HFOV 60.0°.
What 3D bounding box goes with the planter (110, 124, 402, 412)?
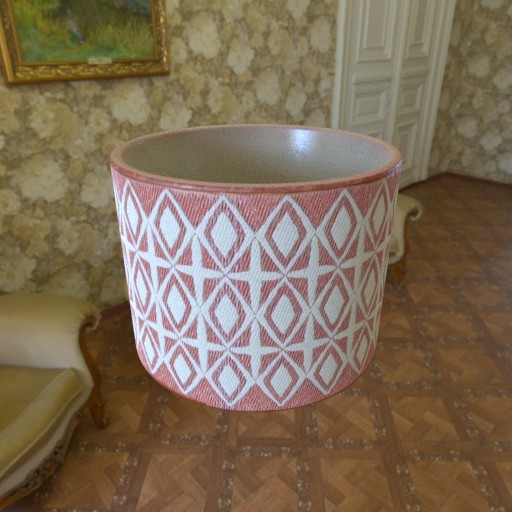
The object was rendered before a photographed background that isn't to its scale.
[{"bbox_3d":[0.000,0.000,0.481,0.273,0.237,0.273,0,25,0],"label":"planter"}]
